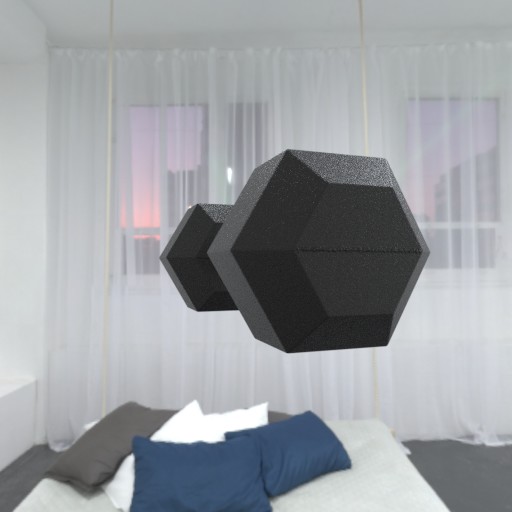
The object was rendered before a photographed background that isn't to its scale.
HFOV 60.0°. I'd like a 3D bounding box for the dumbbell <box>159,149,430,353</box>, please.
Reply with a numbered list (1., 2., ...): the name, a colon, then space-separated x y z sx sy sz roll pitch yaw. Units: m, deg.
1. dumbbell: 0.000 0.000 0.420 0.141 0.123 0.356 0 -1 -20
